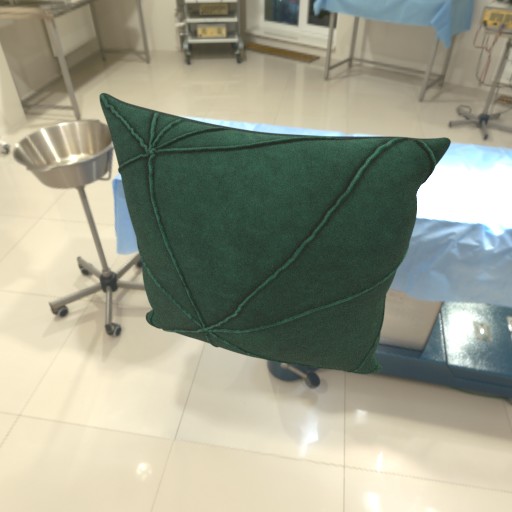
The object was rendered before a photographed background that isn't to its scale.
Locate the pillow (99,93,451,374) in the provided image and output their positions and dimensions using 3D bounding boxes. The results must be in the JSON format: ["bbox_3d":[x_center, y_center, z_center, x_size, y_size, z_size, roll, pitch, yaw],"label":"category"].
[{"bbox_3d":[0.000,0.000,0.658,0.439,0.440,0.184,10,41,12],"label":"pillow"}]
